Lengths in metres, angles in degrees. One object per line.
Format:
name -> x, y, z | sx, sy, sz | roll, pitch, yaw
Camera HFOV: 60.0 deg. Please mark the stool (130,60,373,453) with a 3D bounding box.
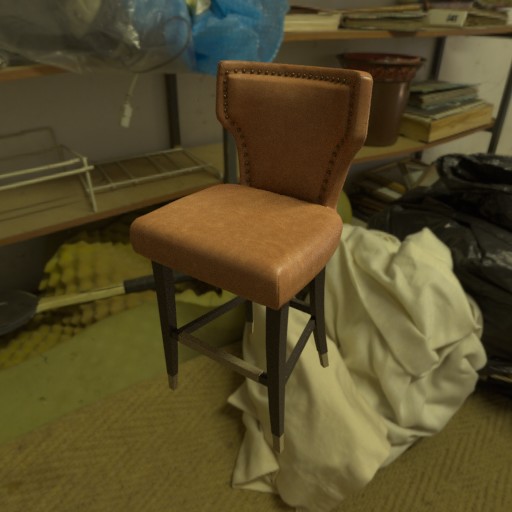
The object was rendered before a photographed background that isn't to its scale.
stool -> 0.000, 0.000, 1.412 | 0.526, 1.092, 0.563 | 19, 35, 29
